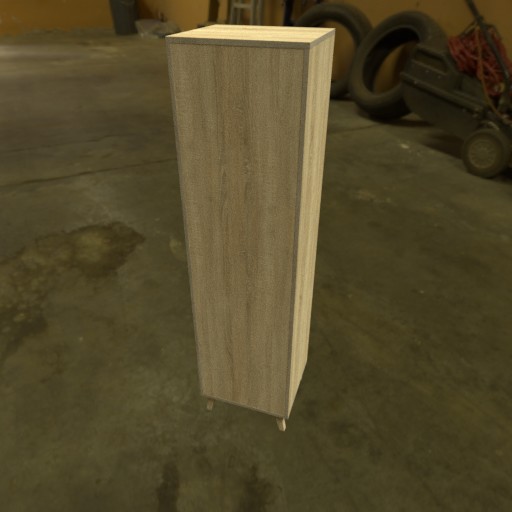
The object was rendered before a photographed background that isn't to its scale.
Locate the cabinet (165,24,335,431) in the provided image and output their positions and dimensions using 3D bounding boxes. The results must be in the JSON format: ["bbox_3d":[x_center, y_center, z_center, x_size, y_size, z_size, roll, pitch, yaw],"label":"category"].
[{"bbox_3d":[0.000,0.000,2.164,0.510,1.960,0.450,10,34,16],"label":"cabinet"}]
